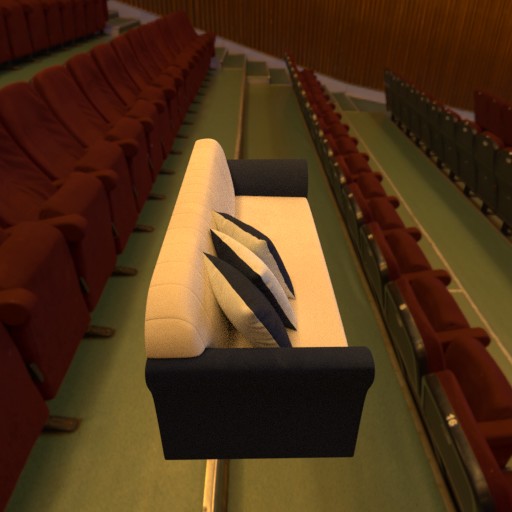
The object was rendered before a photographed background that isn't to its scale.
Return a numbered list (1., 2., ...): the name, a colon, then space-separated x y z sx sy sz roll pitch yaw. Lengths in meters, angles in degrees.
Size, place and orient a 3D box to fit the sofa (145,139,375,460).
1. sofa: 0.000 0.000 2.364 0.749 0.789 2.006 -1 32 -1
